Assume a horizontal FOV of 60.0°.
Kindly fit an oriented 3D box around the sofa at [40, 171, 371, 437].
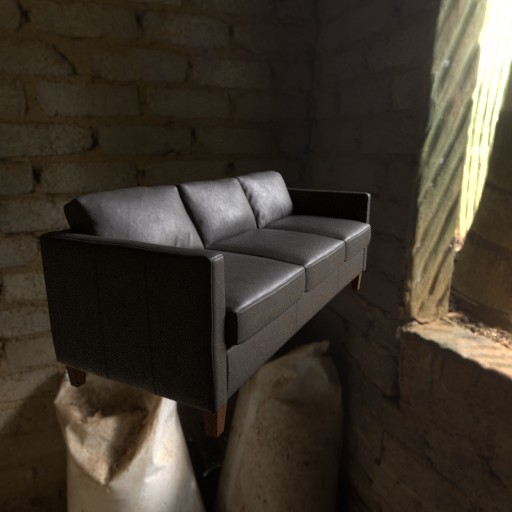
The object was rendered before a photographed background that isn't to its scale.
[{"bbox_3d":[0.000,0.000,2.970,1.045,1.006,2.464,8,16,27],"label":"sofa"}]
